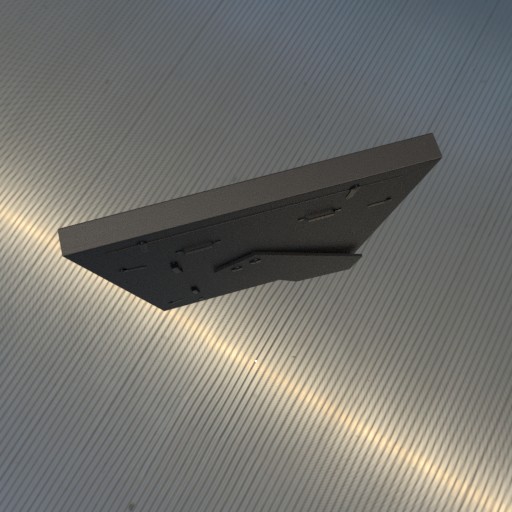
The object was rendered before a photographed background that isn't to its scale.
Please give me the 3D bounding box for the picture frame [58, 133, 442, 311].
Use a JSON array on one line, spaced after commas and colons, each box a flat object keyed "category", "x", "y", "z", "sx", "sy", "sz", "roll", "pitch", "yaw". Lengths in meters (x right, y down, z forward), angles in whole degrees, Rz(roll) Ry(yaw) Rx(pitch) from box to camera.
[{"category": "picture frame", "x": 0.000, "y": 0.000, "z": 0.532, "sx": 0.307, "sy": 0.383, "sz": 0.036, "roll": -15, "pitch": 77, "yaw": -4}]
